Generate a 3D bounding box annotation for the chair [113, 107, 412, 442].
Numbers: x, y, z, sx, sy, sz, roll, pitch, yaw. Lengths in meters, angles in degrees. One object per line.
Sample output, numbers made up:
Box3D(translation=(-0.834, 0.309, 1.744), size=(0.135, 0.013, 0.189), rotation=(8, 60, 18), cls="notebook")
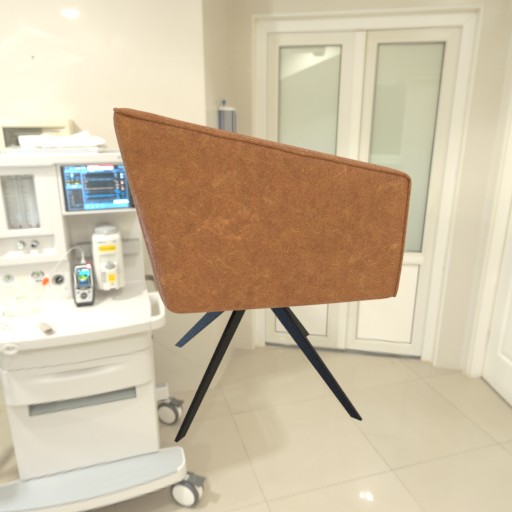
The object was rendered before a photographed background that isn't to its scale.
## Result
Box3D(translation=(0.000, 0.000, 1.219), size=(0.625, 0.760, 0.588), rotation=(-3, 17, -9), cls="chair")
